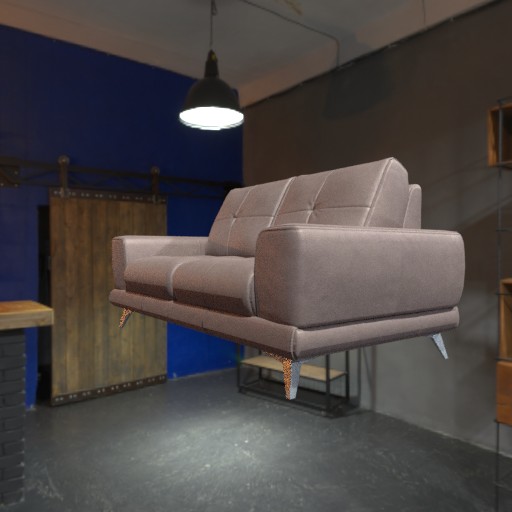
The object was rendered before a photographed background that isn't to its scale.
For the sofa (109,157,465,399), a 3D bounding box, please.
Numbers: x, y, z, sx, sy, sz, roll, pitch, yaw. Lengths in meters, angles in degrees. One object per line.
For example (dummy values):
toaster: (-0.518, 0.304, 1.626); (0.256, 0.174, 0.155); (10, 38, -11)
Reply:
sofa: (0.000, 0.000, 2.362); (1.018, 0.907, 1.806); (-1, 1, -36)
